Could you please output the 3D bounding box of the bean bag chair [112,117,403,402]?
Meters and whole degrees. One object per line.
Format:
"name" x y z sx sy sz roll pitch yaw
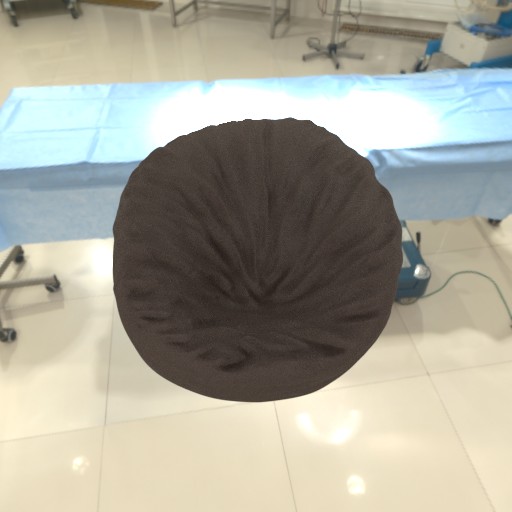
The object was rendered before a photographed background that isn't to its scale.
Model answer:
"bean bag chair" 0.000 0.000 1.987 1.245 0.821 1.245 0 46 0
